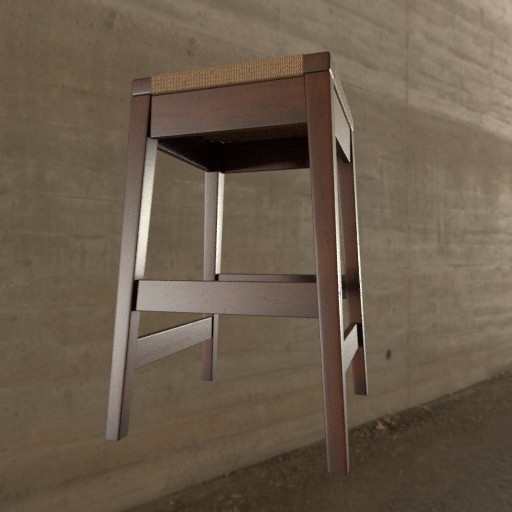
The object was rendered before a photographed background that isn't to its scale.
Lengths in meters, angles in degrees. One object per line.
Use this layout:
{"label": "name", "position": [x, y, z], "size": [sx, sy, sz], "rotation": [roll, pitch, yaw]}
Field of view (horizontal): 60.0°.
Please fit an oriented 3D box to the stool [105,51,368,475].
{"label": "stool", "position": [0.000, 0.000, 1.086], "size": [0.497, 0.762, 0.507], "rotation": [0, -1, 18]}
